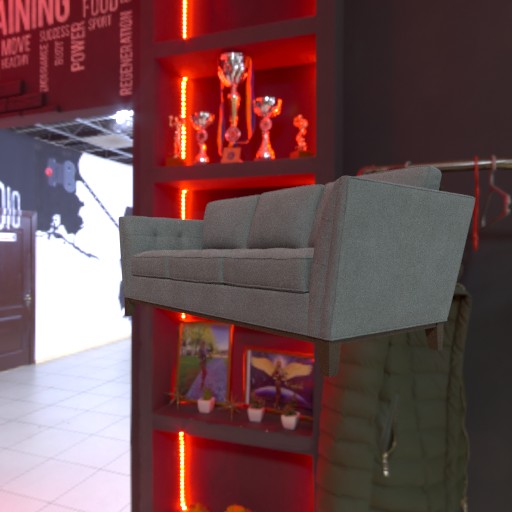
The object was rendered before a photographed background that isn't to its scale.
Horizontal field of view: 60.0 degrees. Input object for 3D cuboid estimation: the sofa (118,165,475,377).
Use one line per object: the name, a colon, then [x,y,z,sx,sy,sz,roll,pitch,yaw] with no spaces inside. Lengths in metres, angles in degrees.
sofa: [0.000,0.000,2.882,0.965,0.940,2.387,0,0,-37]
